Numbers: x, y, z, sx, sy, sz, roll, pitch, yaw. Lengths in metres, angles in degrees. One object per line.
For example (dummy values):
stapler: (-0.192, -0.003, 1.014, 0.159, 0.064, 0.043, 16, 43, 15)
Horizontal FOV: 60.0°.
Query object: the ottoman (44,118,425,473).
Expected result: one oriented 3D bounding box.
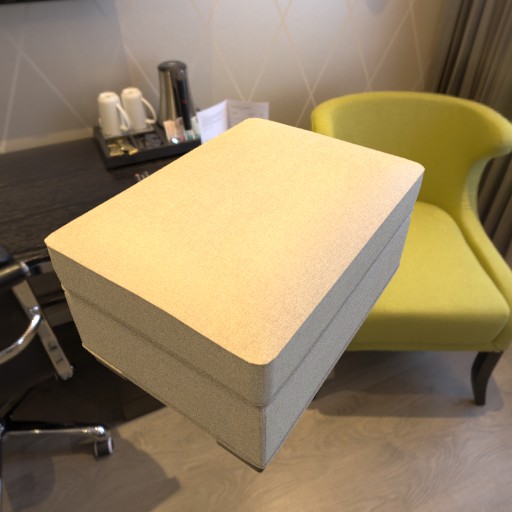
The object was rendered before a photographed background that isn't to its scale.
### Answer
ottoman: (0.000, 0.000, 1.250, 0.619, 0.504, 0.843, 24, 46, 26)
